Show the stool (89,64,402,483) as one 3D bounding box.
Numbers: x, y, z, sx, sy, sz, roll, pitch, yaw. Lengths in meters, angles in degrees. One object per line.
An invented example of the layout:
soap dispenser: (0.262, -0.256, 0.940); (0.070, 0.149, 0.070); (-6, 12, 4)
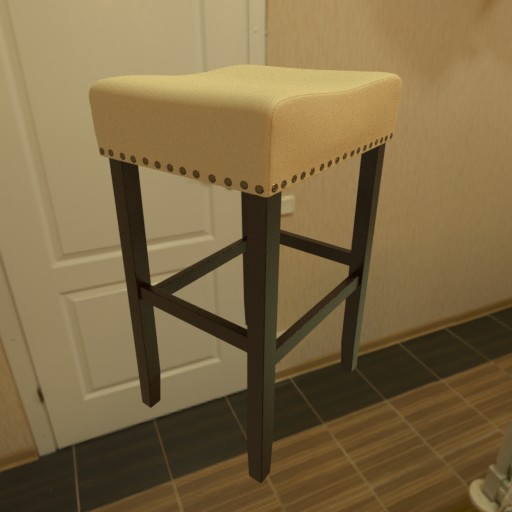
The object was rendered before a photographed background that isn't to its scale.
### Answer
stool: (0.000, 0.000, 1.000); (0.401, 0.762, 0.471); (19, 33, 32)
